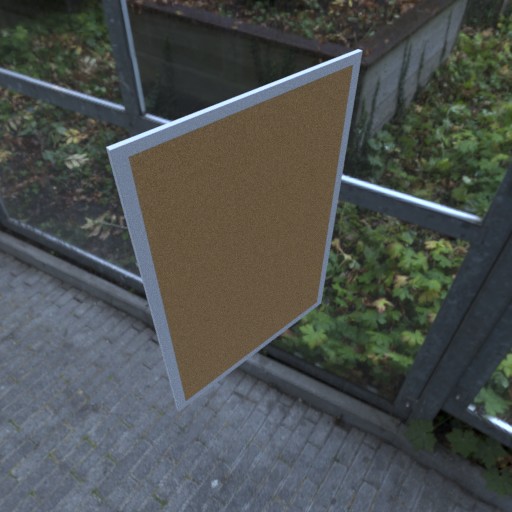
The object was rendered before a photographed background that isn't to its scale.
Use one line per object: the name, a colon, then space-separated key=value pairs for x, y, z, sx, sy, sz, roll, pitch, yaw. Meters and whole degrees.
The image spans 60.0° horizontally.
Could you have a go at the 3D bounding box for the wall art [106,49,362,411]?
wall art: x=0.000 y=0.000 z=1.224 sx=0.659 sy=0.940 sz=0.013 roll=-32 pitch=53 yaw=-28
